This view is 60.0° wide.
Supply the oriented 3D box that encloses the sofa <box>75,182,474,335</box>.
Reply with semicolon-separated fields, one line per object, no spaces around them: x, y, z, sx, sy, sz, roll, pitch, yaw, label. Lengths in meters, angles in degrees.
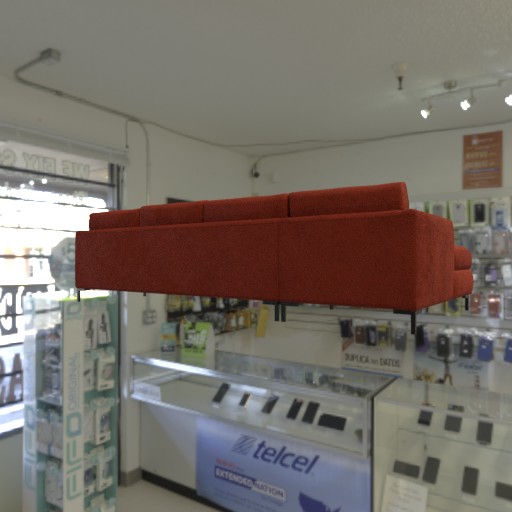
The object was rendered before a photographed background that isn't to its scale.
0.000;0.000;2.954;2.467;0.663;1.136;0;0;36;sofa
